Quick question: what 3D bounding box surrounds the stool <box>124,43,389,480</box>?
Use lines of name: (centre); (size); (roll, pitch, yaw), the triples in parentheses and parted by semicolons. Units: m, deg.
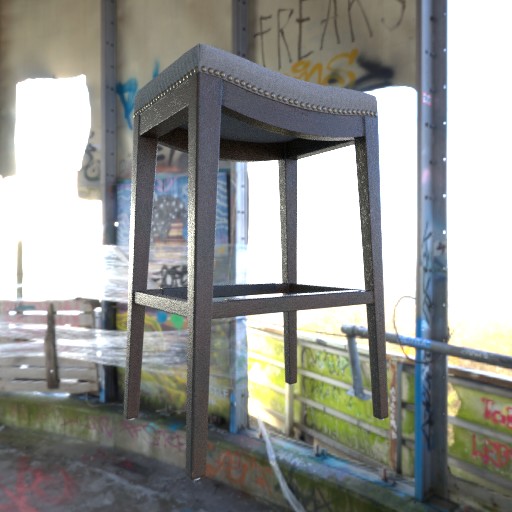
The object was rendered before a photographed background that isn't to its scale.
stool: (0.000, 0.000, 1.033); (0.508, 0.762, 0.356); (0, 1, -35)
